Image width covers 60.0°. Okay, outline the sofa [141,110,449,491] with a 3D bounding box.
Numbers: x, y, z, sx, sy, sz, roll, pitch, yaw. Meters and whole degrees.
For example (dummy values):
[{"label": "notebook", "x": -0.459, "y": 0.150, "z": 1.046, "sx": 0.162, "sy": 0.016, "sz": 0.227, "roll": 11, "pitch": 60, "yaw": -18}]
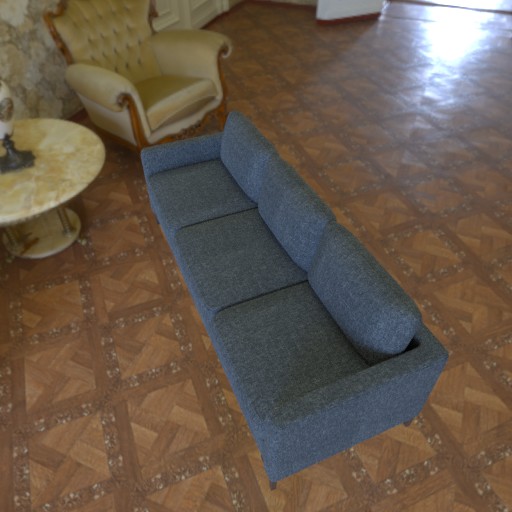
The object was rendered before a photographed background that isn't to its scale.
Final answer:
[{"label": "sofa", "x": 0.000, "y": 0.000, "z": 2.639, "sx": 0.859, "sy": 0.874, "sz": 2.218, "roll": -17, "pitch": 46, "yaw": -17}]
